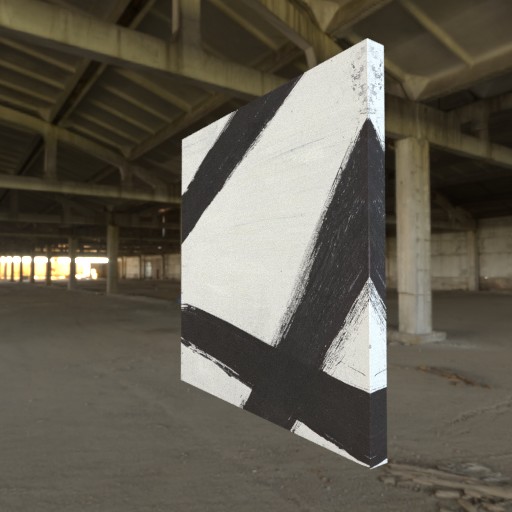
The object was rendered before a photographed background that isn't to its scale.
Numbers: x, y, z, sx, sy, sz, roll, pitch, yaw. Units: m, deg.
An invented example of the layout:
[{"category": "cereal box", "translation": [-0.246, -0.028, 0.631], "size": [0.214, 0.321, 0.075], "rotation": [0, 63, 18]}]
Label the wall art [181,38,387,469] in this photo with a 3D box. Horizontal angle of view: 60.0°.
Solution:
[{"category": "wall art", "translation": [0.000, 0.000, 1.112], "size": [0.046, 0.765, 0.765], "rotation": [1, -2, -35]}]
